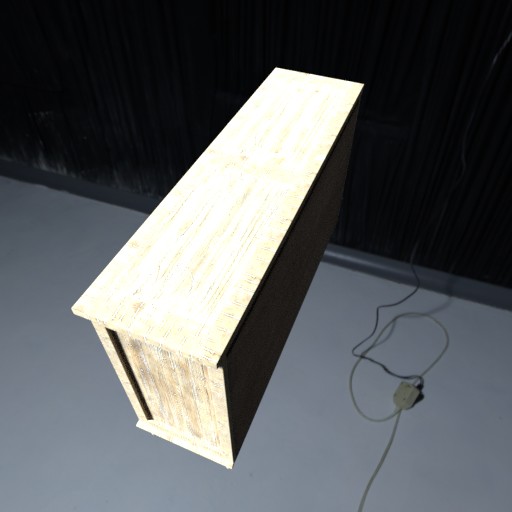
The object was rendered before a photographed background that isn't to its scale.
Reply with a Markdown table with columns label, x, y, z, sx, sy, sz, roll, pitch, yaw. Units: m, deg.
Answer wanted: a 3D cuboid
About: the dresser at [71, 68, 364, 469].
| label | x | y | z | sx | sy | sz | roll | pitch | yaw |
| --- | --- | --- | --- | --- | --- | --- | --- | --- | --- |
| dresser | 0.000 | 0.000 | 2.077 | 0.457 | 1.016 | 1.626 | 17 | 50 | 15 |
